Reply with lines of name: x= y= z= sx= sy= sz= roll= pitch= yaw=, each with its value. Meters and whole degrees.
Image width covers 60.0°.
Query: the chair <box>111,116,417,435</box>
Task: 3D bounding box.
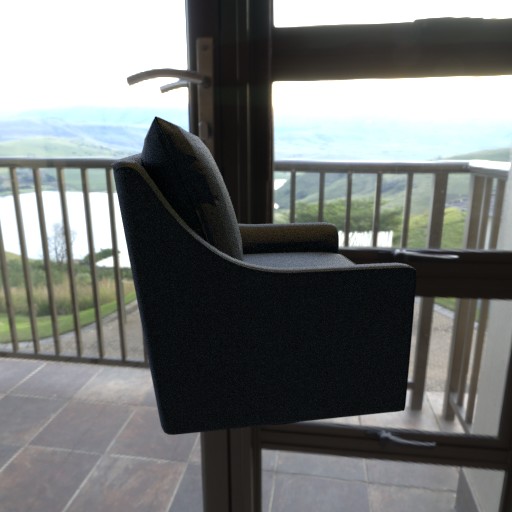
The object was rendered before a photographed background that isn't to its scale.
chair: x=0.000 y=0.000 z=1.615 sx=0.870 sy=0.939 sz=0.750 roll=-2 pitch=15 yaw=-9
